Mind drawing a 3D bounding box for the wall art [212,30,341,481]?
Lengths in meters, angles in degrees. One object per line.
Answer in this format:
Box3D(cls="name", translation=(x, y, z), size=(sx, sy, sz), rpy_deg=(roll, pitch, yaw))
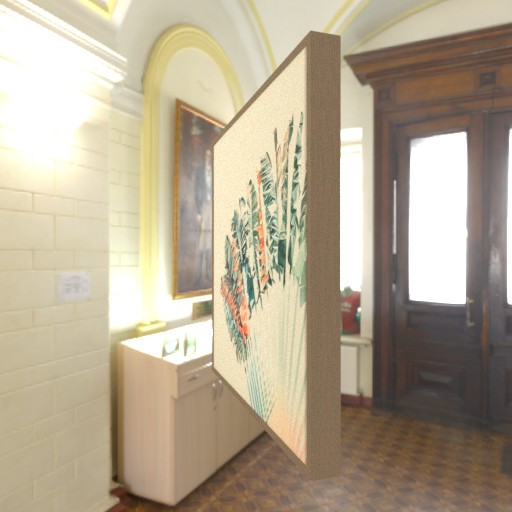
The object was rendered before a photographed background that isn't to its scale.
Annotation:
Box3D(cls="wall art", translation=(0.000, 0.000, 0.745), size=(0.038, 0.506, 0.508), rpy_deg=(0, 0, -18))
